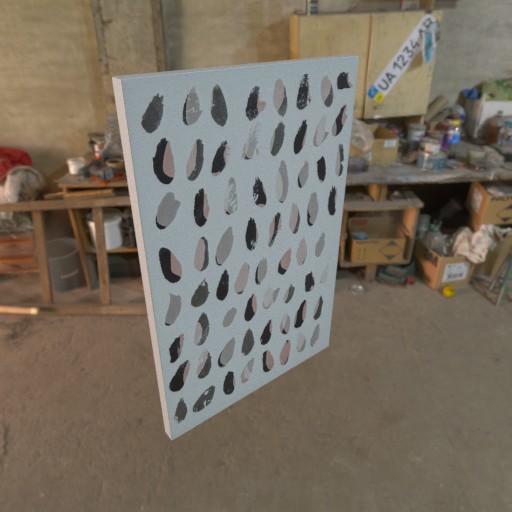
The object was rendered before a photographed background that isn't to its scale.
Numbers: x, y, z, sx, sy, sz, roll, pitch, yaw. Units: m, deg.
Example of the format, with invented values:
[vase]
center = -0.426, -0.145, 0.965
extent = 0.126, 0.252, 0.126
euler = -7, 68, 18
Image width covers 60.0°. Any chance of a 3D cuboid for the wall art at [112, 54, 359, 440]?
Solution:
[wall art]
center = 0.000, 0.000, 1.146
extent = 0.610, 0.916, 0.037
euler = -22, 36, -33
